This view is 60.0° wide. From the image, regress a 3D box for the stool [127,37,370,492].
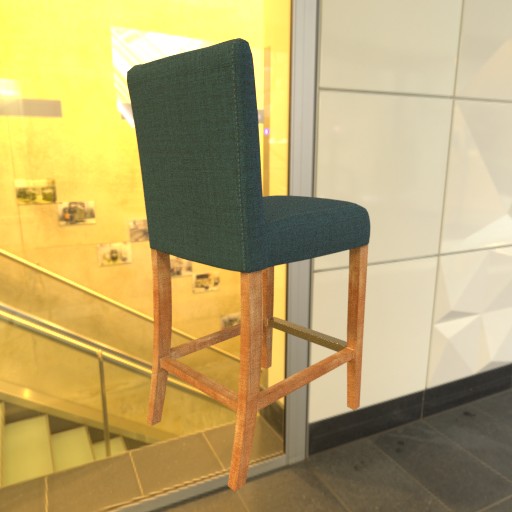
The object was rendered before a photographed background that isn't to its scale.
[{"bbox_3d":[0.000,0.000,1.307,0.454,1.039,0.567,13,18,43],"label":"stool"}]
